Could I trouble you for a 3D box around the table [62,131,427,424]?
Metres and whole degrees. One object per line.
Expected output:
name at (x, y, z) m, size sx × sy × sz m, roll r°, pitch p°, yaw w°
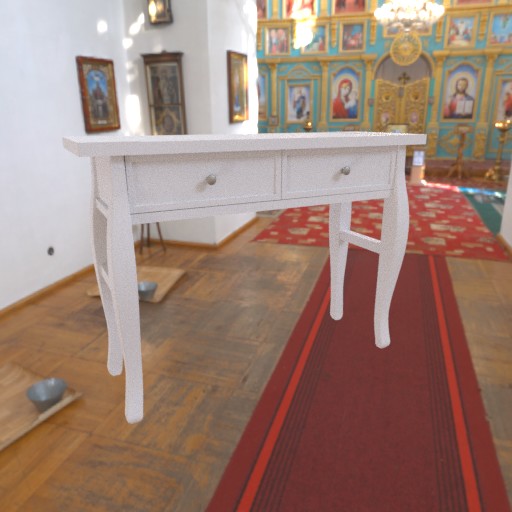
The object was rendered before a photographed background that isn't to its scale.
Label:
table at (0.000, 0.000, 1.463) m, size 1.062 × 0.768 × 0.373 m, roll -9°, pitch 19°, yaw -26°
